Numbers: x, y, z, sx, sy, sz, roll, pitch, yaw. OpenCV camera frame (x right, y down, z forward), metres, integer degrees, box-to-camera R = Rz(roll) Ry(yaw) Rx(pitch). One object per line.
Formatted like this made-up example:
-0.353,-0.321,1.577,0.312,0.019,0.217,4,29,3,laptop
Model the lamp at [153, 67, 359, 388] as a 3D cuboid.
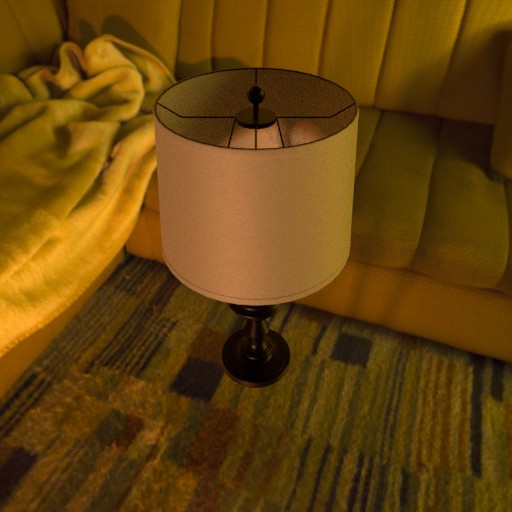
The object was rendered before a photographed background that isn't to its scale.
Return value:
0.000,0.000,0.948,0.383,0.726,0.383,0,41,0,lamp
